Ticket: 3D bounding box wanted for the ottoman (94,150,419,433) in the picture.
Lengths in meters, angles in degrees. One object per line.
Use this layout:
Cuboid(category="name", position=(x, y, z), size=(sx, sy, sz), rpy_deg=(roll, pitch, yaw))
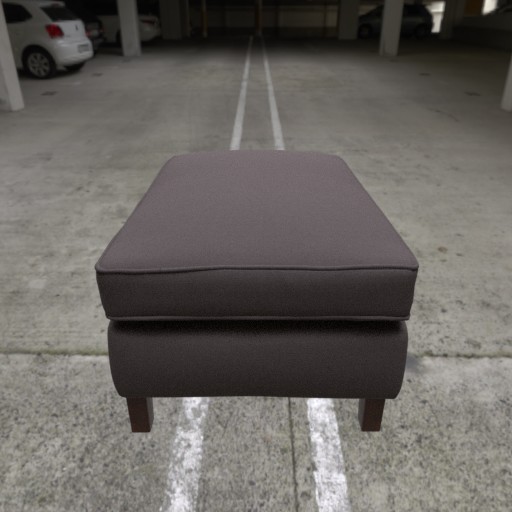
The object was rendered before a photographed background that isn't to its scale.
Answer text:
Cuboid(category="ottoman", position=(0.000, 0.000, 0.982), size=(0.508, 0.406, 0.686), rpy_deg=(0, 26, 0))
